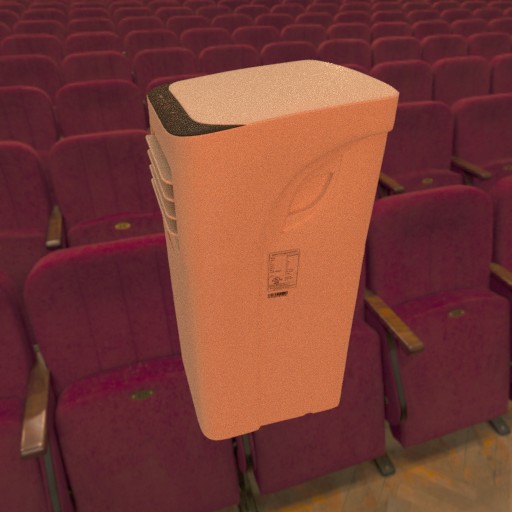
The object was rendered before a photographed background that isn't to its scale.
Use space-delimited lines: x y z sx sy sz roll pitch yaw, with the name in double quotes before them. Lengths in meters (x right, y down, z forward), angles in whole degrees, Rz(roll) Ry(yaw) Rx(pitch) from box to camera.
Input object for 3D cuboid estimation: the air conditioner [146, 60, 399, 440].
"air conditioner" 0.000 0.000 0.924 0.369 0.716 0.352 -10 33 -15
